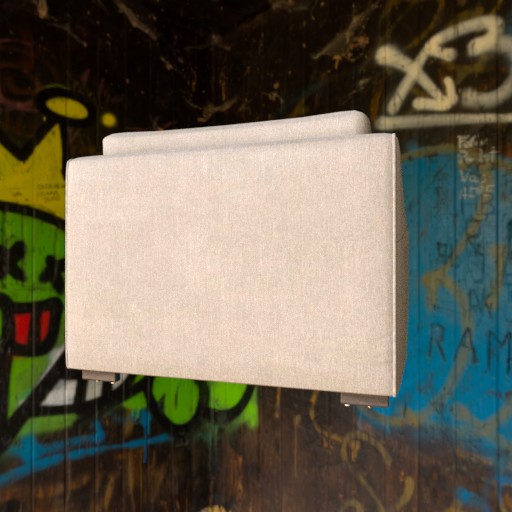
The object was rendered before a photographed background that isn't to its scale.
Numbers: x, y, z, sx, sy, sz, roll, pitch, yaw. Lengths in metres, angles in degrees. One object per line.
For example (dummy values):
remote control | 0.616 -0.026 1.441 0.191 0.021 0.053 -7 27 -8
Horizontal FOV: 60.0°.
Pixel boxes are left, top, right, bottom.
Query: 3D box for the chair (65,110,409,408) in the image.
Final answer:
chair | 0.000 0.000 1.972 1.270 0.974 1.043 0 0 17
